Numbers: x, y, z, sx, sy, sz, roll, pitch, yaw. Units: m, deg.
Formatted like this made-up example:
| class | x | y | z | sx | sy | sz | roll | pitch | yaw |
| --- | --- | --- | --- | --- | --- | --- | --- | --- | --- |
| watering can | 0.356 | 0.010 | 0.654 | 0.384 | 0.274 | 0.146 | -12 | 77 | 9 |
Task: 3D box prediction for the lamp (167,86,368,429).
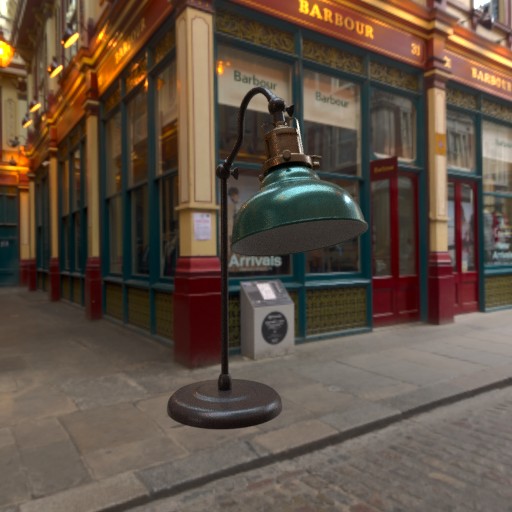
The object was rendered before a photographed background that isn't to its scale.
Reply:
| class | x | y | z | sx | sy | sz | roll | pitch | yaw |
| --- | --- | --- | --- | --- | --- | --- | --- | --- | --- |
| lamp | 0.000 | 0.000 | 0.668 | 0.192 | 0.508 | 0.374 | 0 | 0 | -35 |
